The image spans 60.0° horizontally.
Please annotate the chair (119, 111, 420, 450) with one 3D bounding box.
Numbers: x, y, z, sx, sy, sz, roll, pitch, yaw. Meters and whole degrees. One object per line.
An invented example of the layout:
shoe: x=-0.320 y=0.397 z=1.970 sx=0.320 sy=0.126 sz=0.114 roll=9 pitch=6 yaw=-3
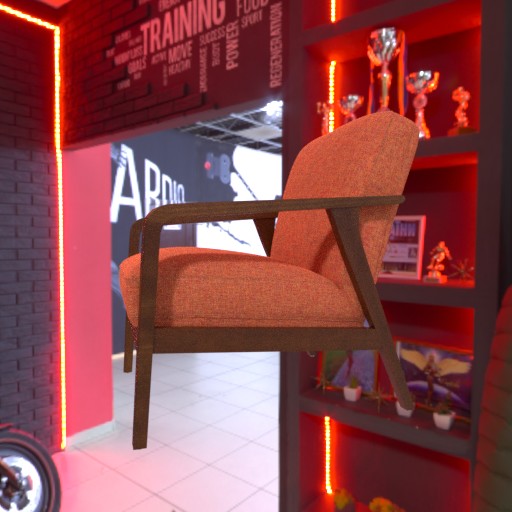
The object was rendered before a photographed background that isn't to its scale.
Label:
chair: x=0.000 y=0.000 z=1.472 sx=0.860 sy=0.890 sz=0.719 roll=-1 pitch=2 yaw=-19
